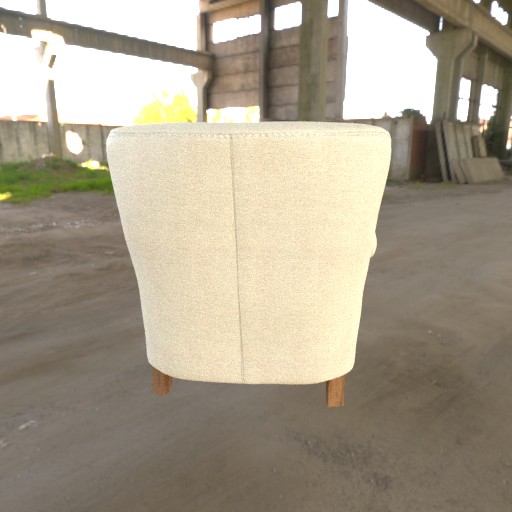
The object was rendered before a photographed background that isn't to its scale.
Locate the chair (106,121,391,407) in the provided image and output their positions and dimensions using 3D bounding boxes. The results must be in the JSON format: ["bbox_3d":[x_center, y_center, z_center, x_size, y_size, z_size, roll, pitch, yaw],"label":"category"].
[{"bbox_3d":[0.000,0.000,1.672,0.861,0.936,0.921,2,14,8],"label":"chair"}]
